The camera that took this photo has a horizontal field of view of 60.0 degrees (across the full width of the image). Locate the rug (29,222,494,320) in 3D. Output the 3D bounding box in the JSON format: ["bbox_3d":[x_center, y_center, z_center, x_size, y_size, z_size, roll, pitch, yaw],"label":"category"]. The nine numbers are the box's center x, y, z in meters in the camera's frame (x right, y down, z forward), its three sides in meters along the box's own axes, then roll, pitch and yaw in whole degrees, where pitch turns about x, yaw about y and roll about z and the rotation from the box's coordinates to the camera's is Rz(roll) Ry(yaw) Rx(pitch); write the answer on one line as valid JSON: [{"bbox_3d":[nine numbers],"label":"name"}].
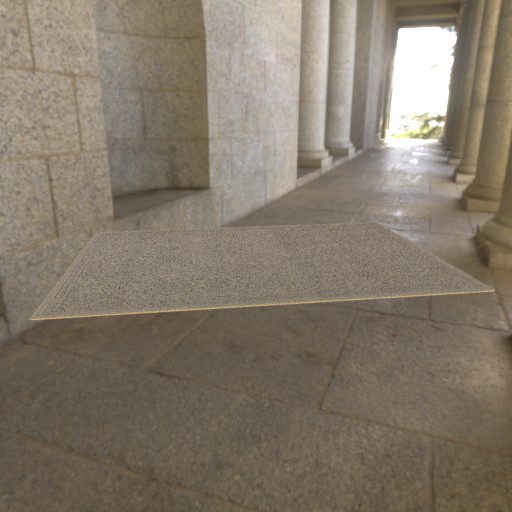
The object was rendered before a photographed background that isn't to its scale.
[{"bbox_3d":[0.000,0.000,2.855,2.286,0.011,1.524,-3,18,-8],"label":"rug"}]
